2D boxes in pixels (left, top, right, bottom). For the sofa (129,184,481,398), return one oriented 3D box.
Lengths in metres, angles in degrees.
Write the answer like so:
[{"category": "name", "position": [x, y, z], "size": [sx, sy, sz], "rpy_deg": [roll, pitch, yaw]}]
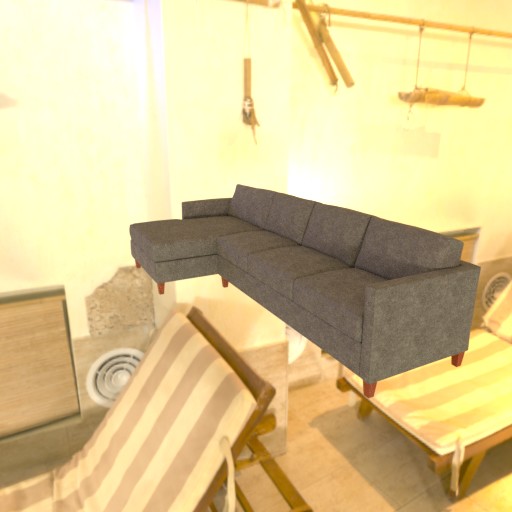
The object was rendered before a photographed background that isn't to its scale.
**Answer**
[{"category": "sofa", "position": [0.000, 0.000, 4.106], "size": [1.606, 0.954, 3.471], "rpy_deg": [-8, 18, -26]}]
